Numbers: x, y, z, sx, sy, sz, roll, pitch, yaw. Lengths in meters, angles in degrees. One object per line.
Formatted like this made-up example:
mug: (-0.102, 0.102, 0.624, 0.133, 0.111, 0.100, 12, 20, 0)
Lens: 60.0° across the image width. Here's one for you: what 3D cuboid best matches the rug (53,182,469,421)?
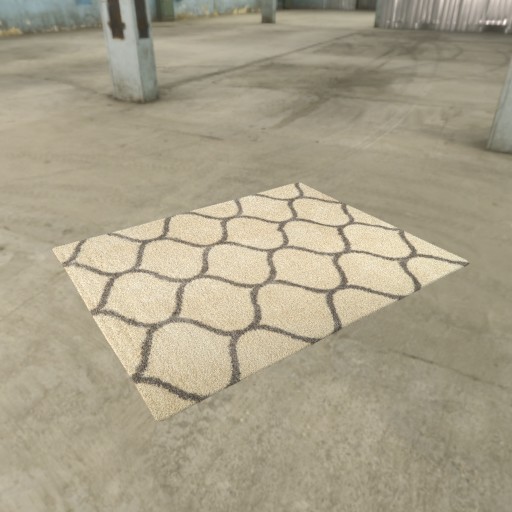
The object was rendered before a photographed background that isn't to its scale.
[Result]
rug: (0.000, 0.000, 4.050, 3.000, 0.026, 2.399, -19, 36, -29)
